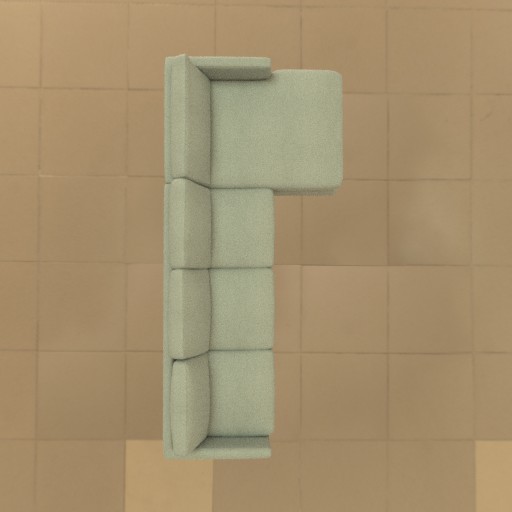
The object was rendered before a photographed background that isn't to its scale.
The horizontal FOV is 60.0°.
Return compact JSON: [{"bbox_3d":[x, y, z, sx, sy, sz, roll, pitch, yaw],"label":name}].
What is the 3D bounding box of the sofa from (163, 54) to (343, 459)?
[{"bbox_3d":[0.000,0.000,4.041,1.604,0.950,3.471,0,89,-1],"label":"sofa"}]
